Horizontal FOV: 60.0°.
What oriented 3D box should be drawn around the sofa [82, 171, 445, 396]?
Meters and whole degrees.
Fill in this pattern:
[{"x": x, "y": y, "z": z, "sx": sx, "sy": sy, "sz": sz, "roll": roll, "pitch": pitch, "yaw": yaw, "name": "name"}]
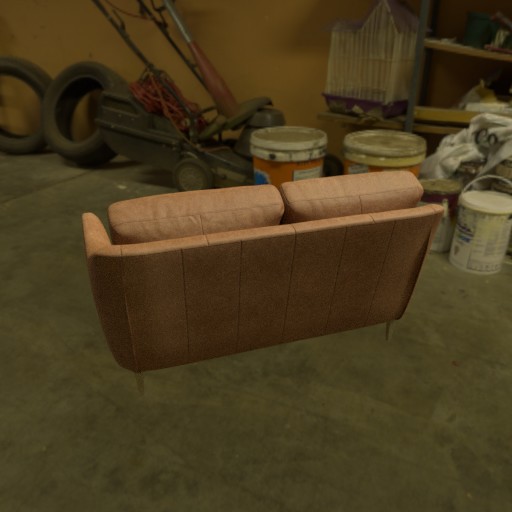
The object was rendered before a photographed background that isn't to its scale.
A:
[{"x": 0.000, "y": 0.000, "z": 2.209, "sx": 1.619, "sy": 0.902, "sz": 0.960, "roll": -8, "pitch": 28, "yaw": -16, "name": "sofa"}]
